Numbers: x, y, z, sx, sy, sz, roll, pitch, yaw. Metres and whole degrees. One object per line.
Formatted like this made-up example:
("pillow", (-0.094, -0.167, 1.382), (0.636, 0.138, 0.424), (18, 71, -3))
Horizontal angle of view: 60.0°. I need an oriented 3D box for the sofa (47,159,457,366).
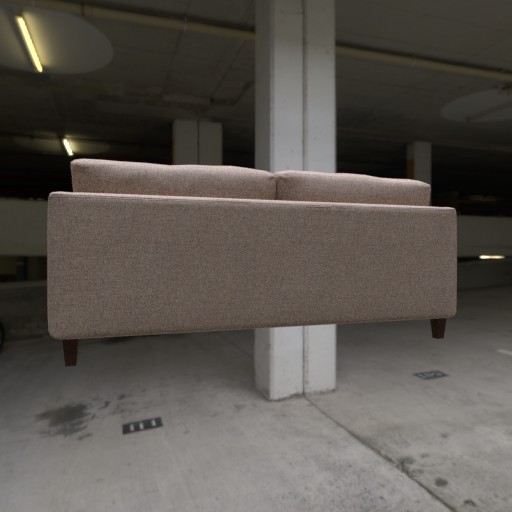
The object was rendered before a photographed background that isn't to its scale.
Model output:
("sofa", (0.000, 0.000, 2.684), (2.208, 0.965, 0.951), (0, 0, -18))
